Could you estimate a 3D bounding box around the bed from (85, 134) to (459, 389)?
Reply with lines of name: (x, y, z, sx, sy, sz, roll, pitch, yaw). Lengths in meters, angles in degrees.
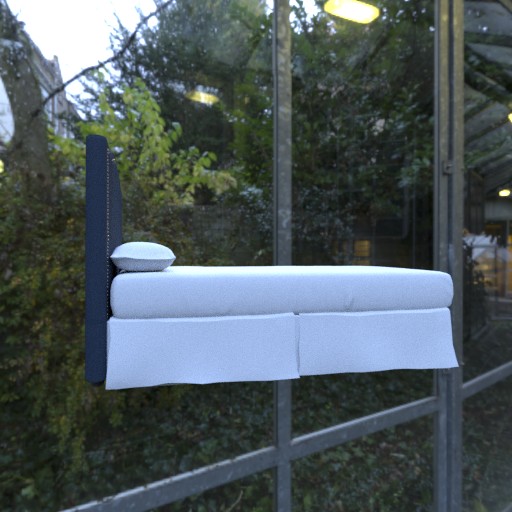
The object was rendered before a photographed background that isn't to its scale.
bed: (0.000, 0.000, 3.419, 2.282, 1.436, 1.821, 0, 0, -15)
